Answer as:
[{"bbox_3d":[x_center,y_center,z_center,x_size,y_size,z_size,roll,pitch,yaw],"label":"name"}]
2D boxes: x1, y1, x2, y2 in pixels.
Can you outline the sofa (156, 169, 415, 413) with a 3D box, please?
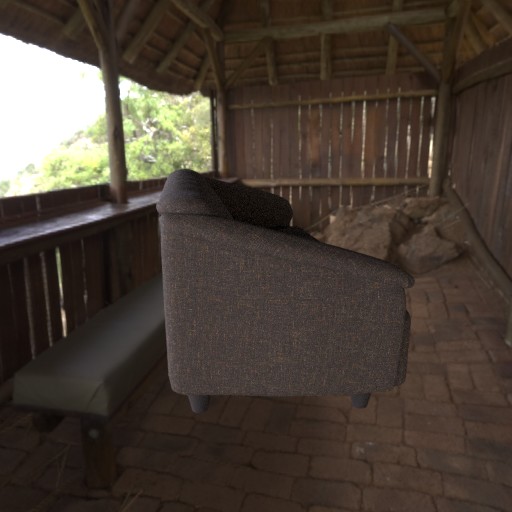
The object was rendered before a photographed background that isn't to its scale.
[{"bbox_3d":[0.000,0.000,2.245,0.887,0.790,1.849,-2,15,-9],"label":"sofa"}]
